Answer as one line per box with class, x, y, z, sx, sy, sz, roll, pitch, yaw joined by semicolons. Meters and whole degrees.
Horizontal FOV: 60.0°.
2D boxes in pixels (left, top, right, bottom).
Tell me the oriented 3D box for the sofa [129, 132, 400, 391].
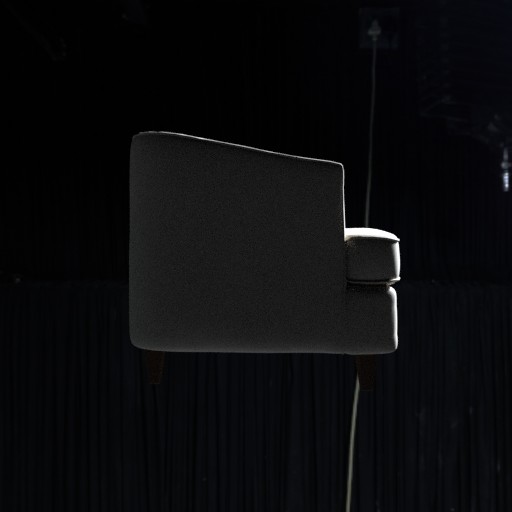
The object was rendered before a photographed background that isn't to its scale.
sofa;0.000;0.000;2.238;0.940;0.878;1.731;0;0;0
